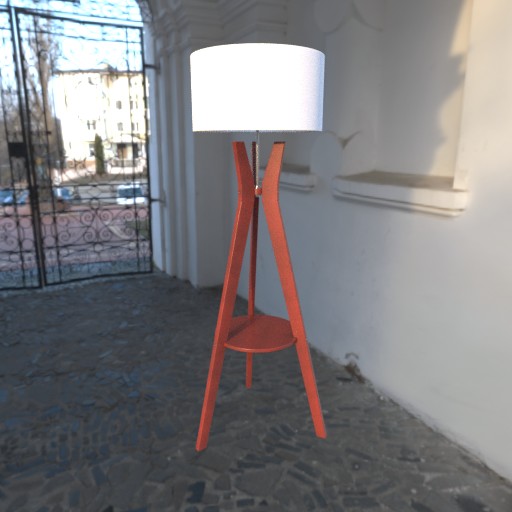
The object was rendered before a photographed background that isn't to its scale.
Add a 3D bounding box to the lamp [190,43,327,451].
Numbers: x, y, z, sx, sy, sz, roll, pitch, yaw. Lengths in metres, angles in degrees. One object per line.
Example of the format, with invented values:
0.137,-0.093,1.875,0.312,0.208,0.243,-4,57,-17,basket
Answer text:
0.000,0.000,1.792,0.539,1.472,0.542,-2,15,-8,lamp
